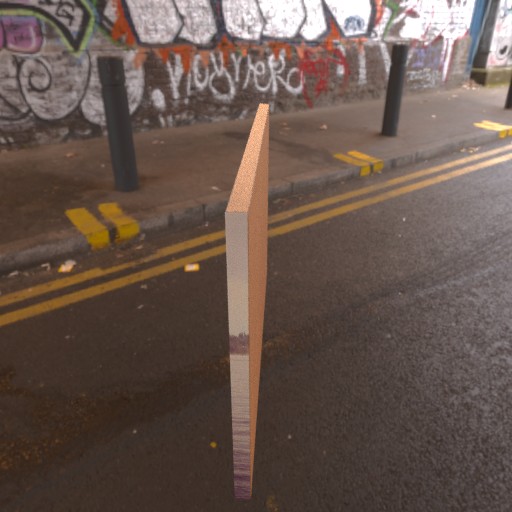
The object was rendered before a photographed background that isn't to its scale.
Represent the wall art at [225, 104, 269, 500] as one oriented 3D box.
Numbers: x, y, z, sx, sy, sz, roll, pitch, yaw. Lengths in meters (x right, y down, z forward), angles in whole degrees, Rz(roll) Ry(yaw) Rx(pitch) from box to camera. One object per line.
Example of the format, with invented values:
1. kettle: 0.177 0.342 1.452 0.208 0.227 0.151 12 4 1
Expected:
1. wall art: 0.000 0.000 0.766 0.021 0.410 0.615 2 28 3
